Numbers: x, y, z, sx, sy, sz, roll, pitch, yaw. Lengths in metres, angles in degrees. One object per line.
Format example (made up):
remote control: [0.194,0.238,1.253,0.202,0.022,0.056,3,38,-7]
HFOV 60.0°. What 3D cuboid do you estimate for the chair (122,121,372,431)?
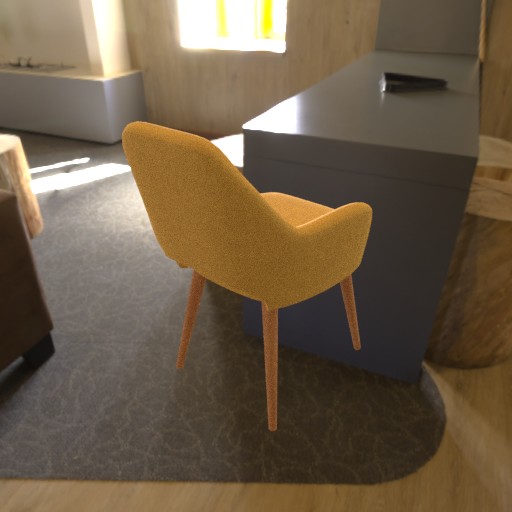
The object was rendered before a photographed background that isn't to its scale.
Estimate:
chair: [0.000,0.000,1.246,0.590,0.840,0.610,23,38,32]
